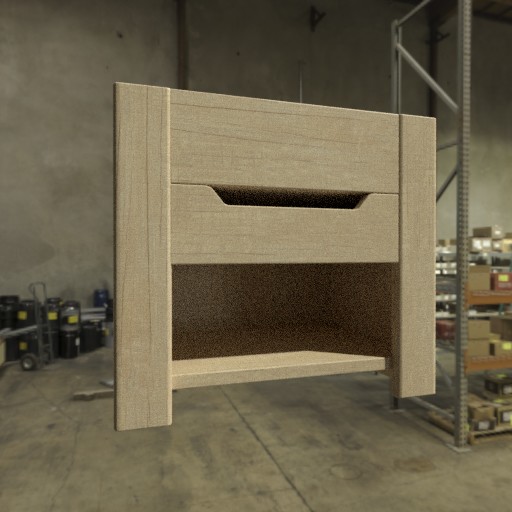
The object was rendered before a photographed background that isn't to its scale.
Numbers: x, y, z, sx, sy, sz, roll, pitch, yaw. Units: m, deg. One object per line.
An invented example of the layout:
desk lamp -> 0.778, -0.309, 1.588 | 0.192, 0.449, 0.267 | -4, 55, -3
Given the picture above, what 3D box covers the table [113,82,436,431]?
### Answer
table -> 0.000, 0.000, 0.930 | 0.570, 0.510, 0.420 | 0, 0, -18
